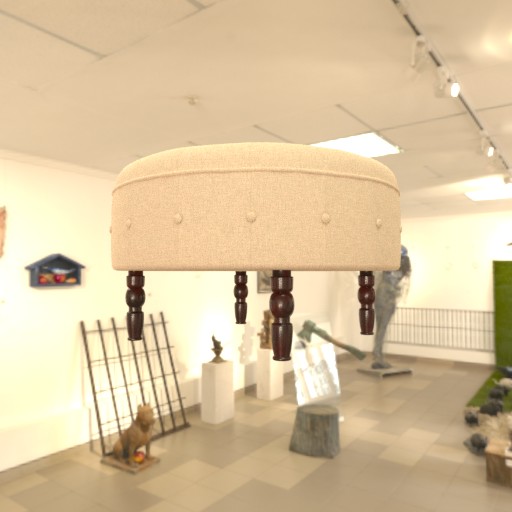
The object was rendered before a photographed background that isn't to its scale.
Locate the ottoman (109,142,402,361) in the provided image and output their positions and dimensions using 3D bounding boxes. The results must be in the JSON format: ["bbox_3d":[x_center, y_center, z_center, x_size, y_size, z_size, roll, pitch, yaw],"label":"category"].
[{"bbox_3d":[0.000,0.000,1.362,0.848,0.494,0.848,0,-2,0],"label":"ottoman"}]
